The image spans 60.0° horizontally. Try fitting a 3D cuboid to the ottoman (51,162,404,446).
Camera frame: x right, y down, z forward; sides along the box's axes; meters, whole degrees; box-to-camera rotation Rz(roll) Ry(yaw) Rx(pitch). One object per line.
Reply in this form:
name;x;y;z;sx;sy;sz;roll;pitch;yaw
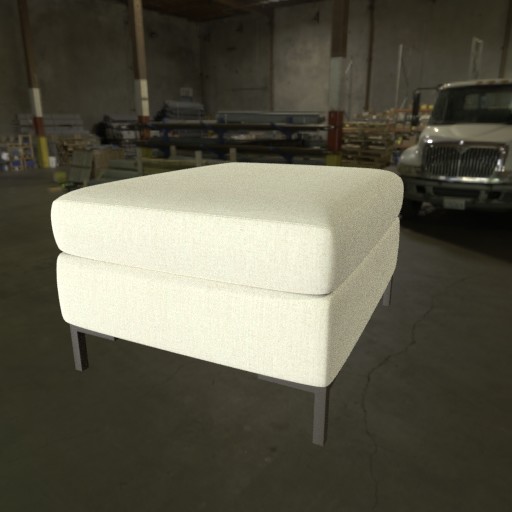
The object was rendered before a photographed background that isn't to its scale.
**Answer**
ottoman;0.000;0.000;1.198;0.657;0.453;0.794;8;19;24
